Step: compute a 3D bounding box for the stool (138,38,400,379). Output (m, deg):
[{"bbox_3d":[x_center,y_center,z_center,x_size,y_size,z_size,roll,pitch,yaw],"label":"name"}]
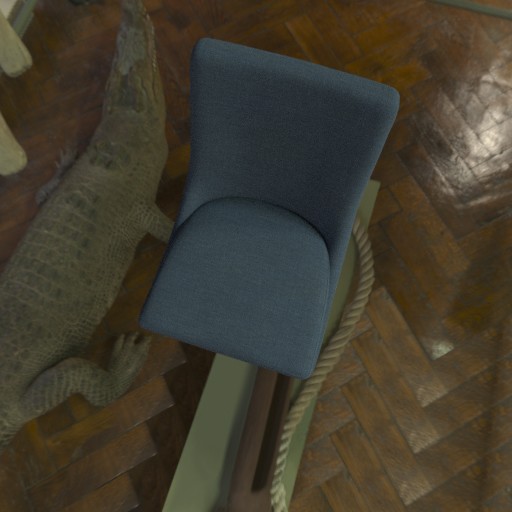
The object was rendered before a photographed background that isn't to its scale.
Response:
[{"bbox_3d":[0.000,0.000,1.250,0.470,0.981,0.577,17,76,4],"label":"stool"}]
